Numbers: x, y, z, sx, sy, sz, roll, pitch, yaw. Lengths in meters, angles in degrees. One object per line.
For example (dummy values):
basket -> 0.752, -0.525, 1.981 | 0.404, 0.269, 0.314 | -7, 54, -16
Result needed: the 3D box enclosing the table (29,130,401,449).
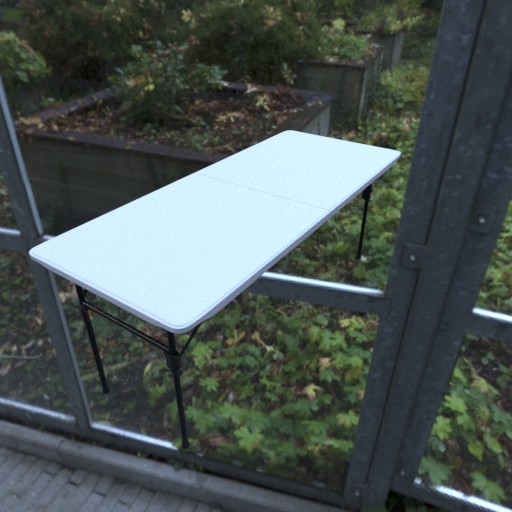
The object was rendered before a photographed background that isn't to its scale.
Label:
table -> 0.000, 0.000, 2.232 | 0.761, 0.719, 1.829 | 20, 37, 29
